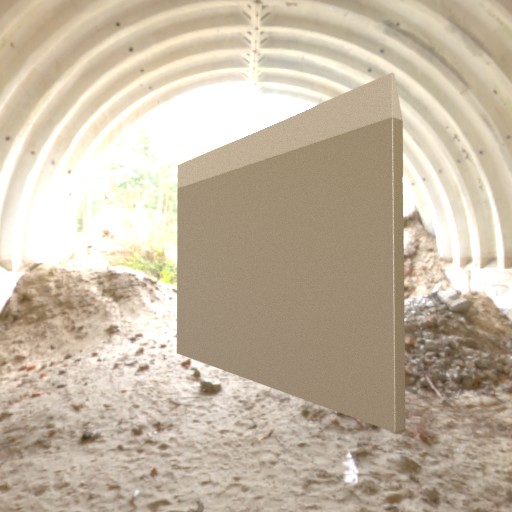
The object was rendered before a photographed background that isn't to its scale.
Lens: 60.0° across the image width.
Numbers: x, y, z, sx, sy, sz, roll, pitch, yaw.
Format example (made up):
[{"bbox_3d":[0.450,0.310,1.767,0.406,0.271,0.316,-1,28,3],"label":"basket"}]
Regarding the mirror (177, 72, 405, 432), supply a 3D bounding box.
[{"bbox_3d":[0.000,0.000,1.137,0.030,0.630,0.870,1,-2,-35],"label":"mirror"}]
